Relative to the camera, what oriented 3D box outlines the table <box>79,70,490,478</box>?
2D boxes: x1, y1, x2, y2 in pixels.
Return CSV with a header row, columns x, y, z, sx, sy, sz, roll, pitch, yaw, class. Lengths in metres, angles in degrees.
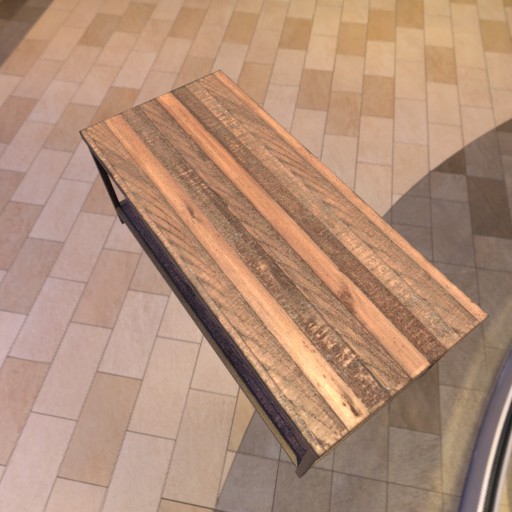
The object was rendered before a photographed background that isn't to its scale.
x,y,z,sx,sy,sz,roll,pitch,yaw,class
0.000,0.000,1.209,0.452,0.399,0.990,-31,63,-18,table
